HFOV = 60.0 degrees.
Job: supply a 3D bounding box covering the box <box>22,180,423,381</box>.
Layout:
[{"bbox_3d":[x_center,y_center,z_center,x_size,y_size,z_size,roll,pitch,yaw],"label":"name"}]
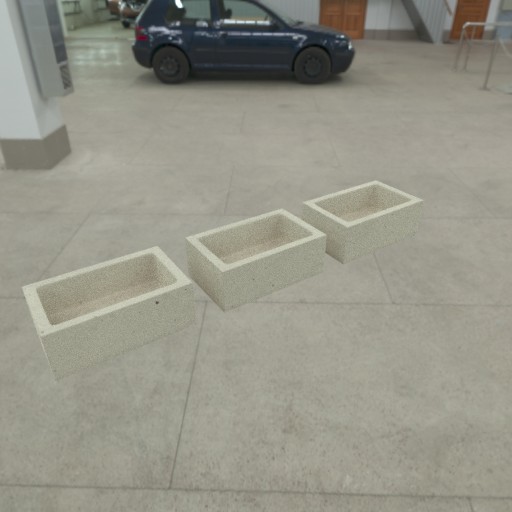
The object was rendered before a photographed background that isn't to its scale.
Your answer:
[{"bbox_3d":[0.000,0.000,0.498,0.461,0.051,0.082,-19,37,-28],"label":"box"}]
